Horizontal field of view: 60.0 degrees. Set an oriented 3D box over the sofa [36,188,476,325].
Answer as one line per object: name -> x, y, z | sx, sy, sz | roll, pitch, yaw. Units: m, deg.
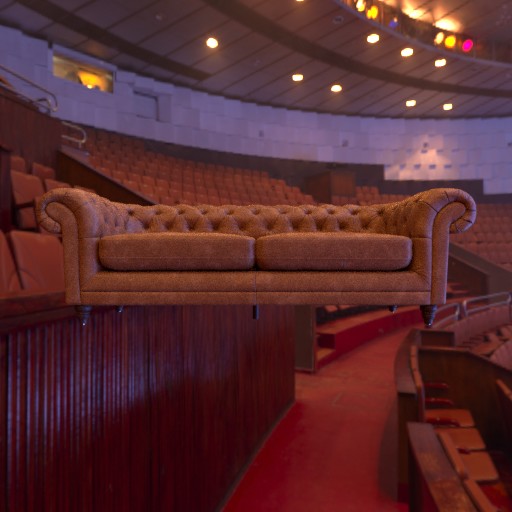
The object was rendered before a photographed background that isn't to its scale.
sofa -> 0.000, 0.000, 2.826 | 2.365, 0.760, 0.989 | 0, -1, 0
